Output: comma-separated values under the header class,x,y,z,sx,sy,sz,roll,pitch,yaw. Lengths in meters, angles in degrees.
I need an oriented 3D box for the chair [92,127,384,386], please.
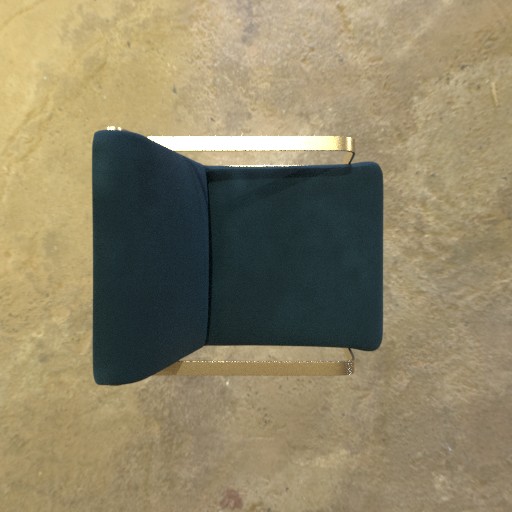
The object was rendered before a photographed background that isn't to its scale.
class,x,y,z,sx,sy,sz,roll,pitch,yaw
chair,0.000,0.000,1.440,0.859,0.831,0.692,0,91,-1
